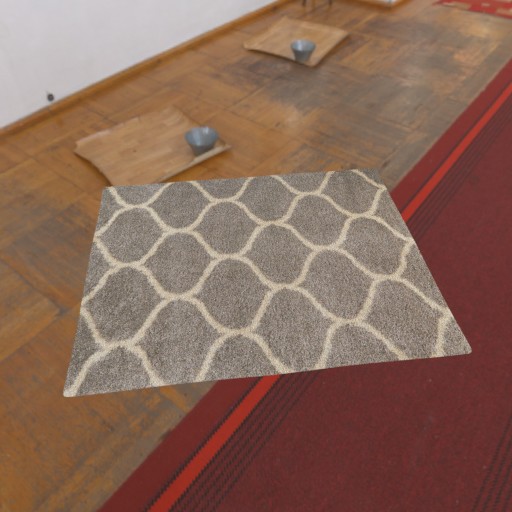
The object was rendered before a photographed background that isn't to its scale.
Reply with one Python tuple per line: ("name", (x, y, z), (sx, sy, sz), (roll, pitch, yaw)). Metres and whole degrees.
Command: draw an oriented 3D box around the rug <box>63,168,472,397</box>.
("rug", (0.000, 0.000, 4.033), (3.000, 0.026, 2.399), (-5, 46, -5))
